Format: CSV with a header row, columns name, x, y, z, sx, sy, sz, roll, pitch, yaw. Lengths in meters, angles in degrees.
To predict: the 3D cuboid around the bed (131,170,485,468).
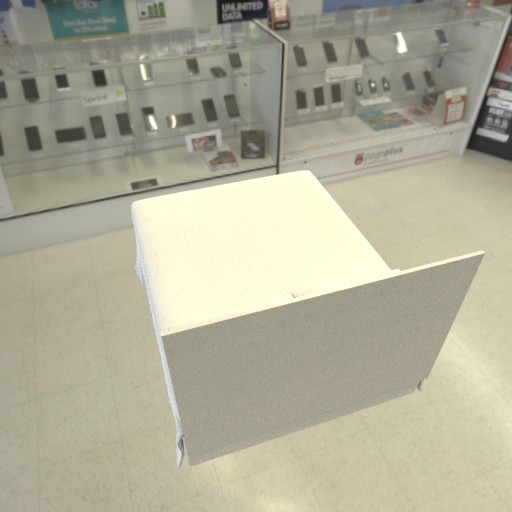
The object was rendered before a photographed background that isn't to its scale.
name,x,y,z,sx,sy,sz,roll,pitch,yaw
bed,0.000,0.000,3.169,1.745,1.335,2.094,-13,43,-14
